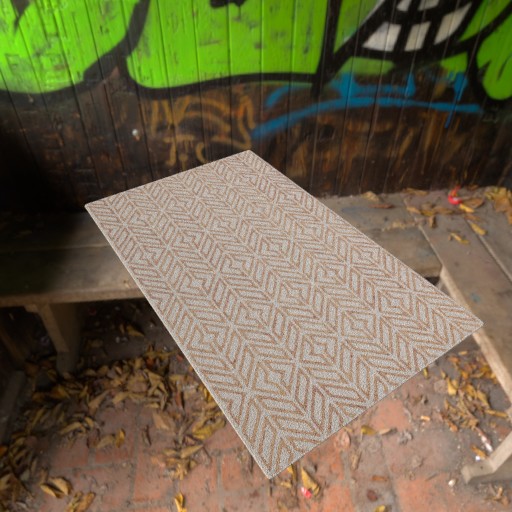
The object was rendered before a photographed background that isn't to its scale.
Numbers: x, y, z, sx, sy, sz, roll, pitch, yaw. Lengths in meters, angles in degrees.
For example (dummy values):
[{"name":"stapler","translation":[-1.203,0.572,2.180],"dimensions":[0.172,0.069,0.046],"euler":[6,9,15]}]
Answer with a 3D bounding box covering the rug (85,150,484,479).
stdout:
[{"name":"rug","translation":[0.000,0.000,2.965],"dimensions":[1.523,0.008,2.438],"euler":[-25,48,-25]}]
